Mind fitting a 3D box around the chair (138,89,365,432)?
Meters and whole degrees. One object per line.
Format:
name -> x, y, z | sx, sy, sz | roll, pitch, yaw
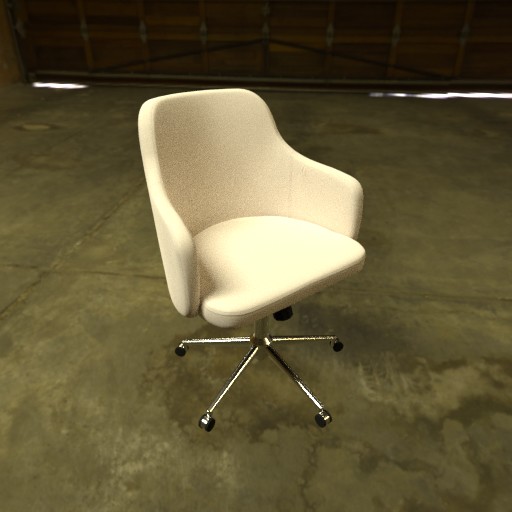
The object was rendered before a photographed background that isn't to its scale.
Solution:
chair -> 0.000, 0.000, 1.266 | 0.602, 0.819, 0.647 | -21, 35, -32
